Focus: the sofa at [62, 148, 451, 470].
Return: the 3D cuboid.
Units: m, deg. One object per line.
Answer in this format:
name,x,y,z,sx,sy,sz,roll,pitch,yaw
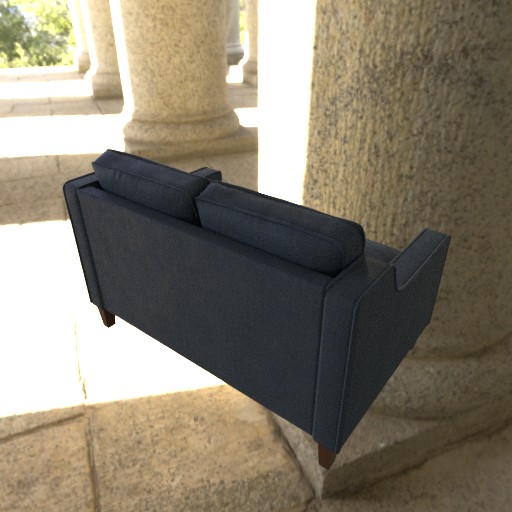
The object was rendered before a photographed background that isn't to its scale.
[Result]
sofa,0.000,0.000,2.139,1.501,0.971,0.987,21,36,32
